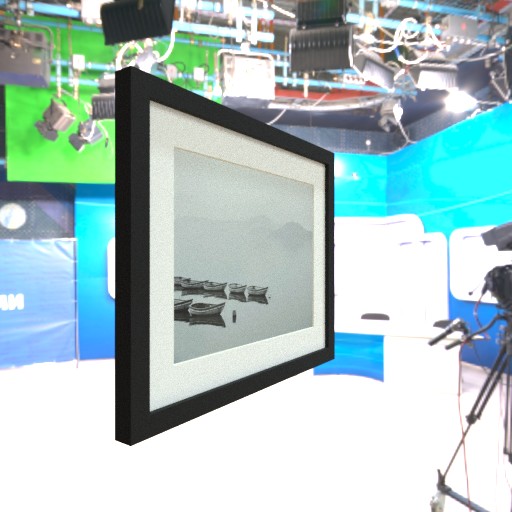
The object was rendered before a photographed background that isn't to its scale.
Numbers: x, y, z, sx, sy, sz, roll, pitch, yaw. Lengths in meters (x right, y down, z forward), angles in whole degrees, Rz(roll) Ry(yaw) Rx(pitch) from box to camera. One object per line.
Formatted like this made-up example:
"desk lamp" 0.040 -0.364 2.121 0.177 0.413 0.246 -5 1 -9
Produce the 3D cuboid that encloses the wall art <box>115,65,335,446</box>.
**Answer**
"wall art" 0.000 0.000 0.762 0.030 0.454 0.554 0 0 36
